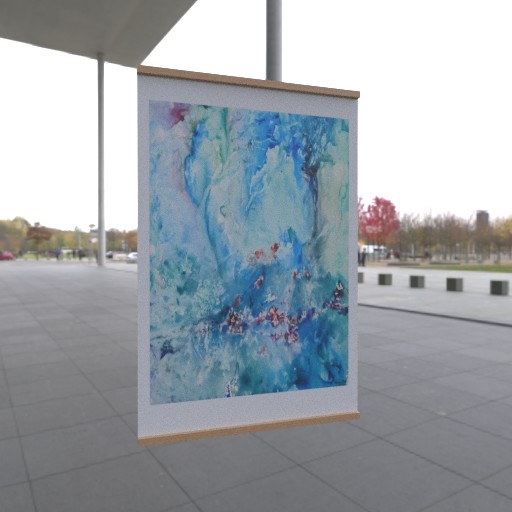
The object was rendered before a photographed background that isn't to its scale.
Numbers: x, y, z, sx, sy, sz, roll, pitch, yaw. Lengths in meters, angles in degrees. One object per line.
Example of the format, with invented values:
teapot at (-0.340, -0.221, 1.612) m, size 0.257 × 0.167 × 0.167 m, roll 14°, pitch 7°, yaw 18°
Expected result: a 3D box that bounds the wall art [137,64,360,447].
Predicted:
wall art at (0.000, 0.000, 0.775) m, size 0.401 × 0.611 × 0.016 m, roll 0°, pitch 1°, yaw -17°
